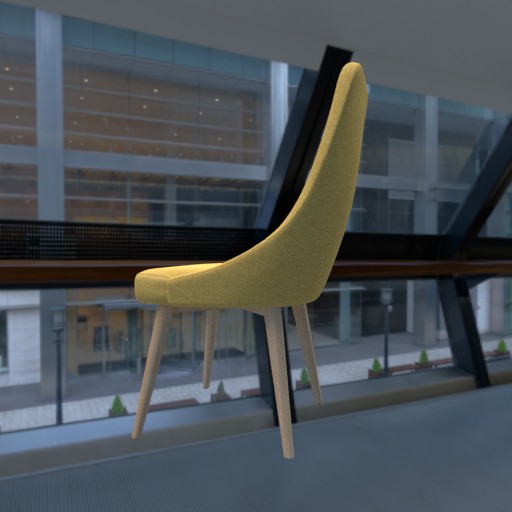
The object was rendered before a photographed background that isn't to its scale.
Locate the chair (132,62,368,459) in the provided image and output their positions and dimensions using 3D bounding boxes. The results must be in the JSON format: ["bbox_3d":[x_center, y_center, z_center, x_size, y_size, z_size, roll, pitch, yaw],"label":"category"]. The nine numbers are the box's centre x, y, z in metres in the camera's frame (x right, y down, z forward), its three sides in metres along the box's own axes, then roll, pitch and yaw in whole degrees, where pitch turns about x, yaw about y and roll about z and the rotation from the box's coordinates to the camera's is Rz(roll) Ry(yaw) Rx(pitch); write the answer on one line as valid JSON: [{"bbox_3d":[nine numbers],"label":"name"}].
[{"bbox_3d":[0.000,0.000,1.384,0.660,1.040,0.510,0,2,19],"label":"chair"}]
